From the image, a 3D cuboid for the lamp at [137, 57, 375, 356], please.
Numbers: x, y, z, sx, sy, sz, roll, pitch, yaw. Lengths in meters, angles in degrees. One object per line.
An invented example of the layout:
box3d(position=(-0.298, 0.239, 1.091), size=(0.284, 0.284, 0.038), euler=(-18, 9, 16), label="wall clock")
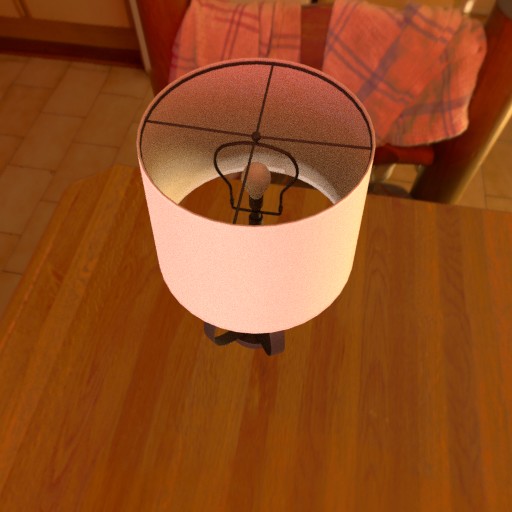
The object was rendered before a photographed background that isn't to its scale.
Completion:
box3d(position=(0.000, 0.000, 0.688), size=(0.286, 0.510, 0.286), euler=(0, 58, 0), label="lamp")
